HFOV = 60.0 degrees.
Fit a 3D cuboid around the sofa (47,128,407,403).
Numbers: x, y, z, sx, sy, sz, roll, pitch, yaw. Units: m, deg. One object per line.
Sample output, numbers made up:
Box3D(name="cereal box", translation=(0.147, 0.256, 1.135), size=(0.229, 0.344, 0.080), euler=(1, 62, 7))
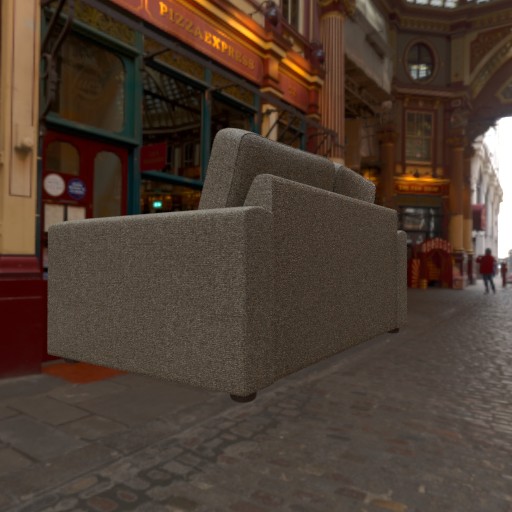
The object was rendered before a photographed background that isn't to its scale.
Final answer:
Box3D(name="sofa", translation=(0.000, 0.000, 2.174), size=(1.016, 0.873, 1.616), euler=(0, 0, 34))
